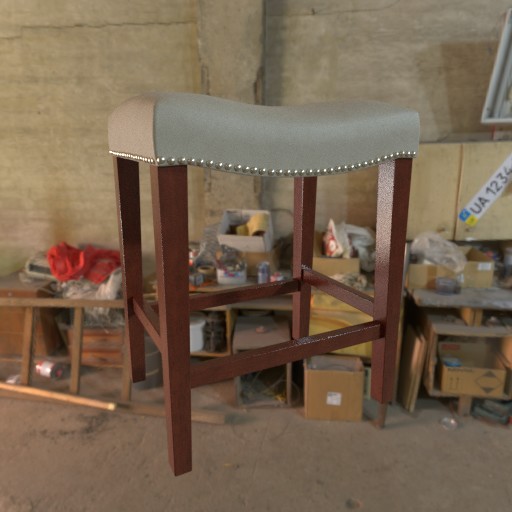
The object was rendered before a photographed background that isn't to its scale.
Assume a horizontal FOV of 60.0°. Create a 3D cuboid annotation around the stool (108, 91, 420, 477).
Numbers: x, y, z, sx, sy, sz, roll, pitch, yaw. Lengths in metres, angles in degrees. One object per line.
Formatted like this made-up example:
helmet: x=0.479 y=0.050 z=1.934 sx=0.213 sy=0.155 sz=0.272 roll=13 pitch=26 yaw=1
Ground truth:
stool: x=0.000 y=0.000 z=0.937 sx=0.509 sy=0.632 sz=0.375 roll=-8 pitch=17 yaw=-26
